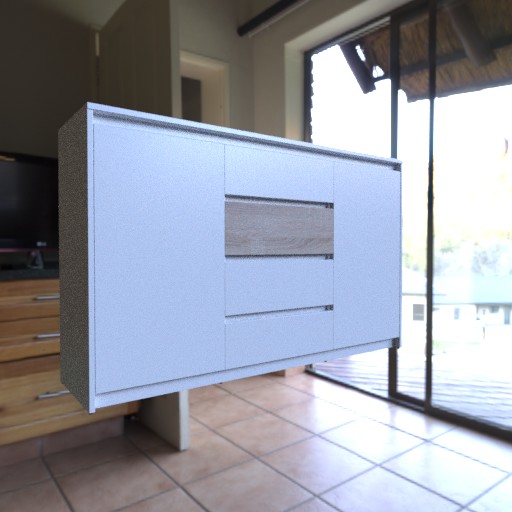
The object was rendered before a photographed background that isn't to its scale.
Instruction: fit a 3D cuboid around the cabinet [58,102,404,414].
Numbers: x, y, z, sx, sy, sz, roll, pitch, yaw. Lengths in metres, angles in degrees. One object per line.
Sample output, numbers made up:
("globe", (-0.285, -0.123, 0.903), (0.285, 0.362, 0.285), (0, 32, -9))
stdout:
("cabinet", (0.000, 0.000, 1.844), (1.450, 0.900, 0.380), (-1, 1, -36))
